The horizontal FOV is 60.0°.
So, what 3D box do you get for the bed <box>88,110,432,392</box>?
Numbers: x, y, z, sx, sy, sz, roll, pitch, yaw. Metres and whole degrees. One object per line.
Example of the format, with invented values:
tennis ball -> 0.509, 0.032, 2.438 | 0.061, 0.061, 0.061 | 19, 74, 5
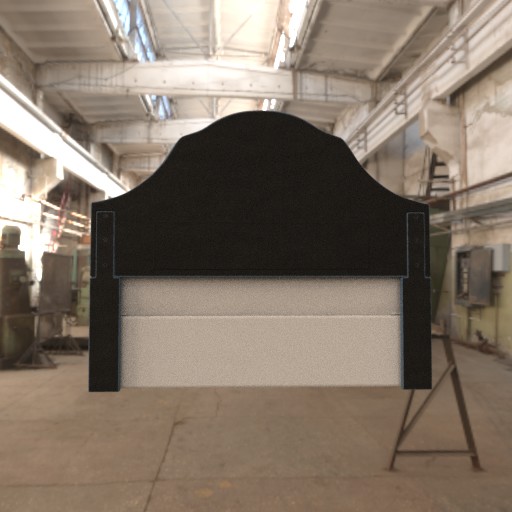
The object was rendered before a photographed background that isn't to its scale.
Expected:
bed -> 0.000, 0.000, 3.773 | 2.039, 1.617, 2.477 | 0, -2, -2
